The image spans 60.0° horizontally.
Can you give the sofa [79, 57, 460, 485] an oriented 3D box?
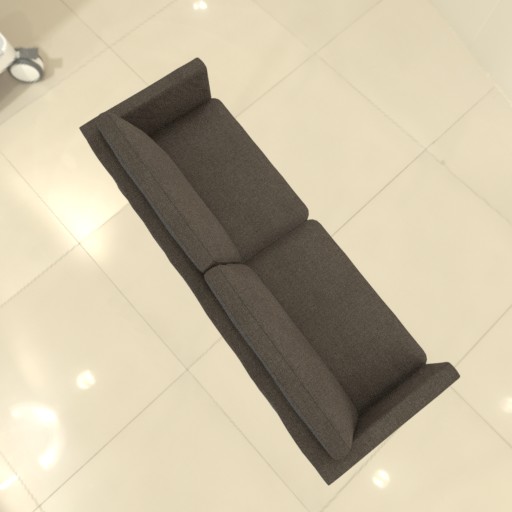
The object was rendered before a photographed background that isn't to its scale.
[{"bbox_3d":[0.000,0.000,3.121,1.036,0.998,2.779,-35,77,-9],"label":"sofa"}]
